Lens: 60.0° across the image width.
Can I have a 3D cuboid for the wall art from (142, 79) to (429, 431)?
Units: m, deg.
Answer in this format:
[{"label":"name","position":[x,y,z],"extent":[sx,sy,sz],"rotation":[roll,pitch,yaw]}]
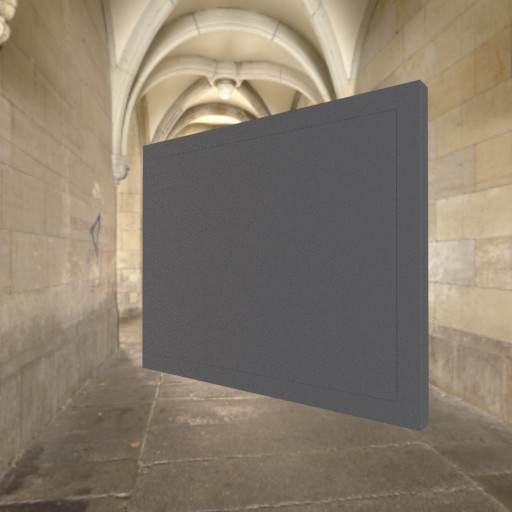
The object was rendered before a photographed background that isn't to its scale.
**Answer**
[{"label":"wall art","position":[0.000,0.000,0.545],"extent":[0.404,0.329,0.024],"rotation":[0,-1,37]}]
